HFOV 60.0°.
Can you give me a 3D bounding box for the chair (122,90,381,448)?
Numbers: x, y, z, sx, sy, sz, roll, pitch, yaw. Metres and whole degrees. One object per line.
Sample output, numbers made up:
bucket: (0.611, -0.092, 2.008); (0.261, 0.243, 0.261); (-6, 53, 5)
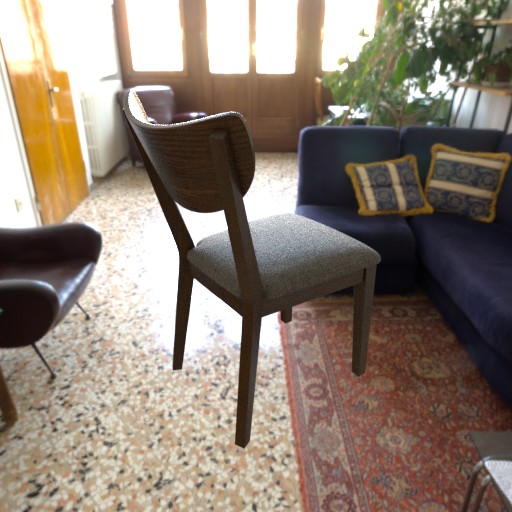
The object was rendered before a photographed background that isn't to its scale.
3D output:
chair: (0.000, 0.000, 1.219); (0.583, 0.849, 0.491); (-18, 31, -32)
